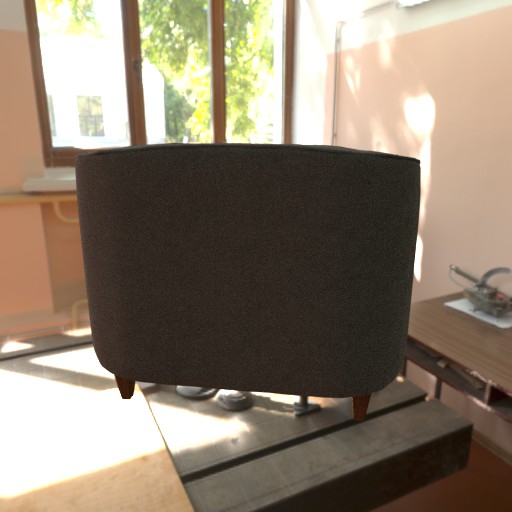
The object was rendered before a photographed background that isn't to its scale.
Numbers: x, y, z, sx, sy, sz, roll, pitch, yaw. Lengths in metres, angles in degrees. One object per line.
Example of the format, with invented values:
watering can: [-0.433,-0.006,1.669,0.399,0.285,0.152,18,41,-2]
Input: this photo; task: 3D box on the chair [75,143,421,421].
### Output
chair: [0.000,0.000,1.698,1.104,0.852,0.941,2,15,8]
